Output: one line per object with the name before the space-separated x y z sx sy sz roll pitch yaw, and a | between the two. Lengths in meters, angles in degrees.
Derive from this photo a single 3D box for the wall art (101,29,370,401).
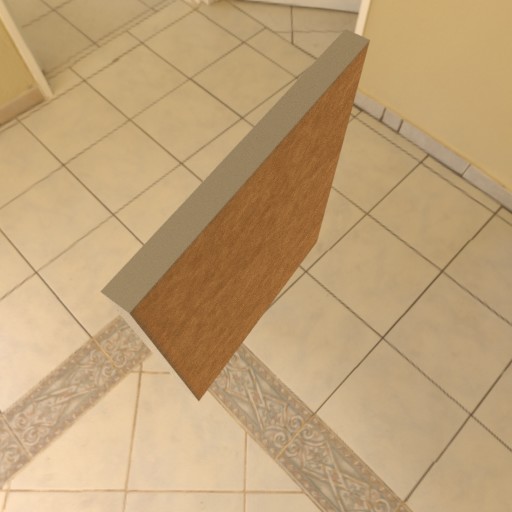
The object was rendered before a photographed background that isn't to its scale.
wall art | 0.000 0.000 0.742 0.037 0.554 0.453 33 68 15
